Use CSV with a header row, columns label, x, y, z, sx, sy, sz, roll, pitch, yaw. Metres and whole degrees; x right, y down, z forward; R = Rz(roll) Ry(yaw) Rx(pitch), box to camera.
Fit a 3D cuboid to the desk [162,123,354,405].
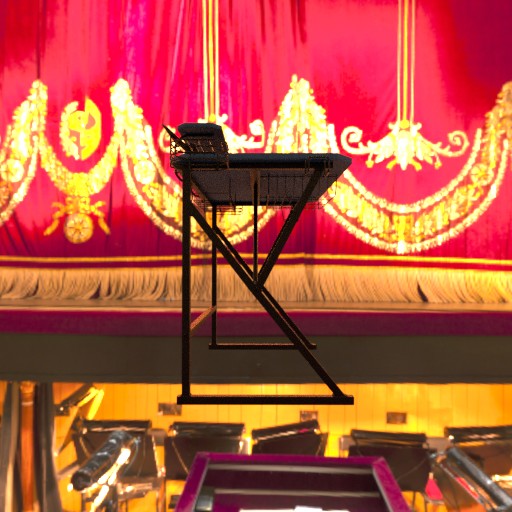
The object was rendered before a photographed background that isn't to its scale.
label,x,y,z,sx,sy,sz,roll,pitch,yaw
desk,0.000,0.000,1.778,0.594,0.909,1.295,0,-1,0
